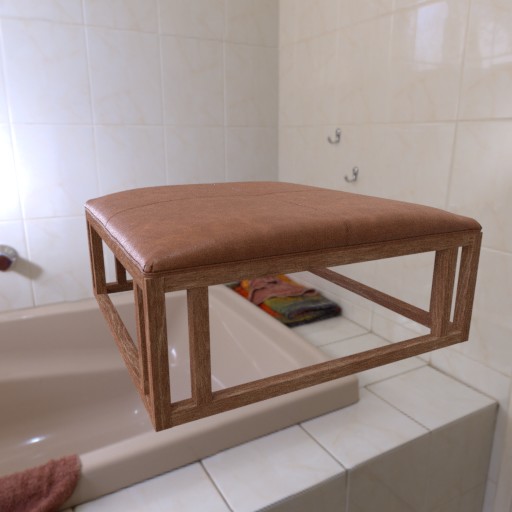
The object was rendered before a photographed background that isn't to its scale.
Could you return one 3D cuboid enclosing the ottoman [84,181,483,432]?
[{"bbox_3d":[0.000,0.000,1.574,1.013,0.442,1.016,-7,17,-26],"label":"ottoman"}]
